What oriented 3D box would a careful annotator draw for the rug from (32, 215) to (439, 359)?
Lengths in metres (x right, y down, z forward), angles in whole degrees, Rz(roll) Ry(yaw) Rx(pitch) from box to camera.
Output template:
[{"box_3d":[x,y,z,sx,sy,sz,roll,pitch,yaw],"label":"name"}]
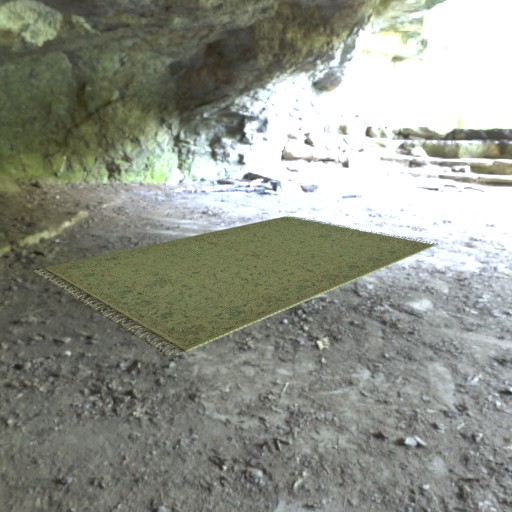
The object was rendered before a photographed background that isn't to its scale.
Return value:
[{"box_3d":[0.000,0.000,3.064,2.435,0.010,1.544,-16,23,-42],"label":"rug"}]
